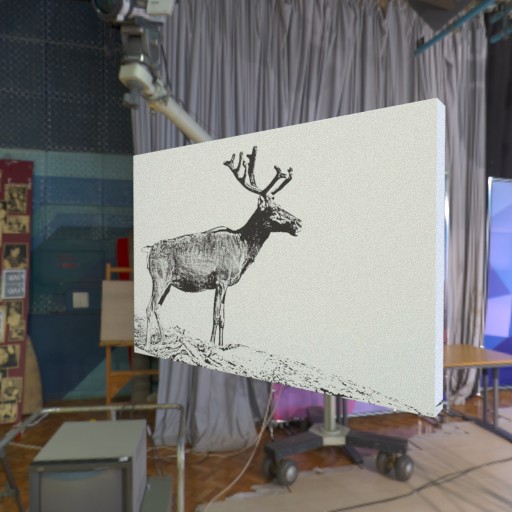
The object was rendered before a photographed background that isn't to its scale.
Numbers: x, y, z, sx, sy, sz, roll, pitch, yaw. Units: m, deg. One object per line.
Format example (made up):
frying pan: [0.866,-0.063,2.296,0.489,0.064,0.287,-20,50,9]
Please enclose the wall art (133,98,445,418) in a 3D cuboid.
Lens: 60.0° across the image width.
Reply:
wall art: [0.000,0.000,0.770,0.608,0.414,0.042,1,1,36]
